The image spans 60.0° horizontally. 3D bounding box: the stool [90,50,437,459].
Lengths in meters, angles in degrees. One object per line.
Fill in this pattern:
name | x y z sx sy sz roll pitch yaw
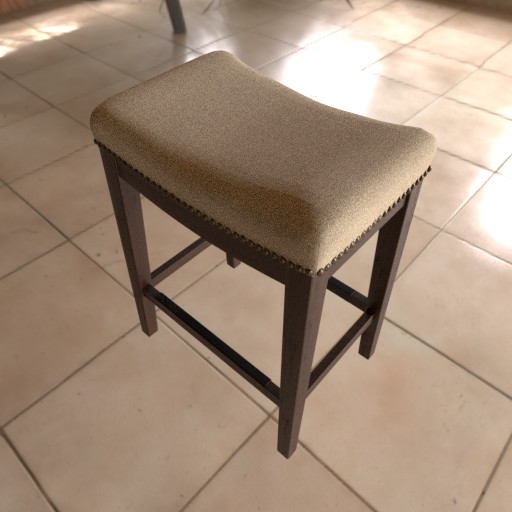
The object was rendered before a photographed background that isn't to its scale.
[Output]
stool | 0.000 0.000 0.944 0.509 0.669 0.363 33 55 27
